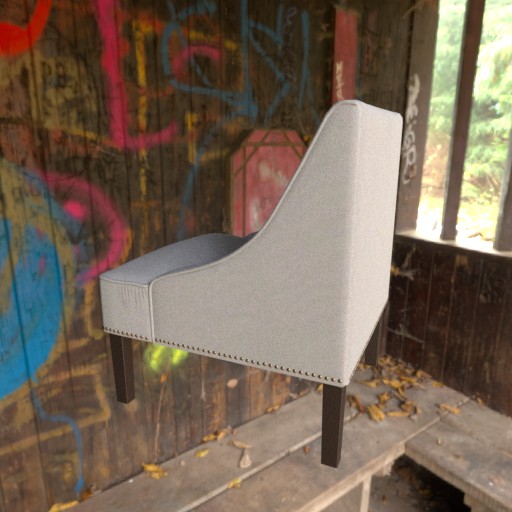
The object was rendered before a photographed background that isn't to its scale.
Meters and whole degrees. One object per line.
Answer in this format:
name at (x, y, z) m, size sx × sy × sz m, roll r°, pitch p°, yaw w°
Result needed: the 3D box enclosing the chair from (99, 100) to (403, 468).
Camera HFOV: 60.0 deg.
chair at (0.000, 0.000, 1.385) m, size 0.747 × 0.867 × 0.631 m, roll 7°, pitch 17°, yaw 24°
